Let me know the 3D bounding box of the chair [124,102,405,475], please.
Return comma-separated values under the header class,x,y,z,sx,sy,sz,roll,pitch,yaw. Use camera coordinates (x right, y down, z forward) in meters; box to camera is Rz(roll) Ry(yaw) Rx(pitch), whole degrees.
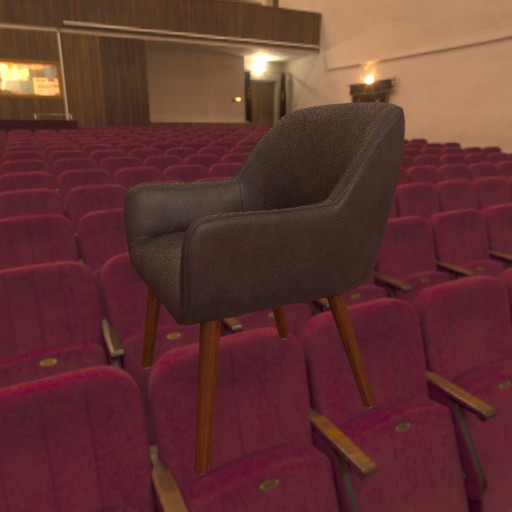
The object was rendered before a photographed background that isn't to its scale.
class,x,y,z,sx,sy,sz,roll,pitch,yaw
chair,0.000,0.000,1.251,0.610,0.828,0.610,-8,18,-26
